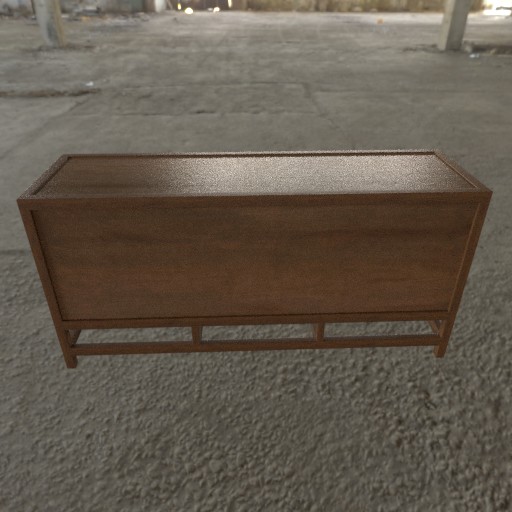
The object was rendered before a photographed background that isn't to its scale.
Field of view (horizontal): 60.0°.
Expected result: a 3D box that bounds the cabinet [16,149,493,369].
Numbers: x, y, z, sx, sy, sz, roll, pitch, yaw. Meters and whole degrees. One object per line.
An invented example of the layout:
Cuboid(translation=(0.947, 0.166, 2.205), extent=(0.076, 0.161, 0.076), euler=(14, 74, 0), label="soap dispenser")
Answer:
Cuboid(translation=(0.000, 0.000, 2.019), extent=(1.708, 0.820, 0.522), euler=(-1, 31, -2), label="cabinet")
